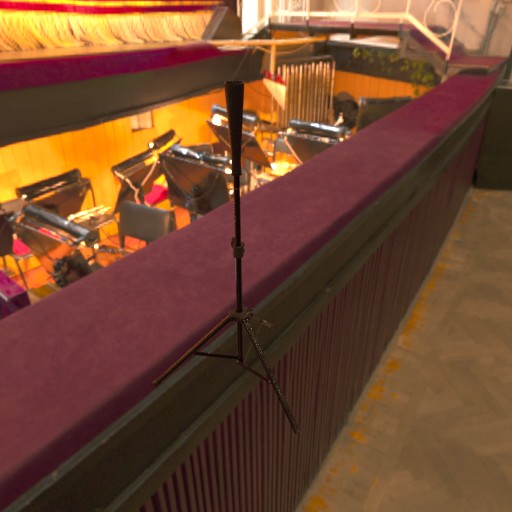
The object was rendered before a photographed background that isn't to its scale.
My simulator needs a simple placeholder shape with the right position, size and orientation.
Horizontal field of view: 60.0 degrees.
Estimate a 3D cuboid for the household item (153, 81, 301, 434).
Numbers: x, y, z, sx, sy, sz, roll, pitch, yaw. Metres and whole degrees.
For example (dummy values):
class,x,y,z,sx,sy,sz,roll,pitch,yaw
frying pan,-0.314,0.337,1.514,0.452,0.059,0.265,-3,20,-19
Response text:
class,x,y,z,sx,sy,sz,roll,pitch,yaw
household item,0.000,0.000,1.444,0.559,1.067,0.559,21,36,32
